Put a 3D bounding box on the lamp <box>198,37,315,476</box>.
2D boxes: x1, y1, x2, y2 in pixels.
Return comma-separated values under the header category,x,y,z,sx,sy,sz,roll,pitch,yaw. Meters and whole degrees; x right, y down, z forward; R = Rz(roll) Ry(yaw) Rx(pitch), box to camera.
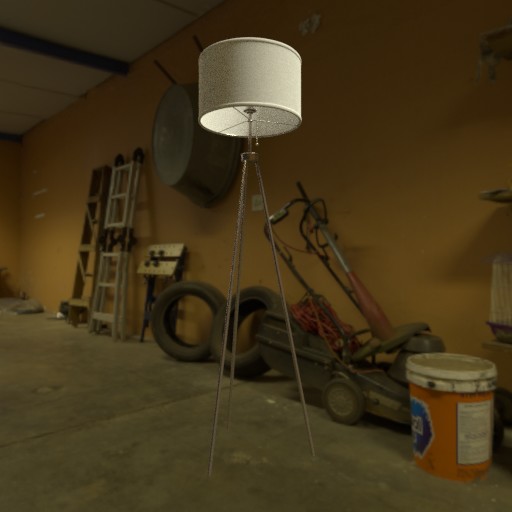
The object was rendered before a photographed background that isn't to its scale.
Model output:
category,x,y,z,sx,sy,sz,roll,pitch,yaw
lamp,0.000,0.000,1.772,0.458,1.545,0.448,0,-1,2
